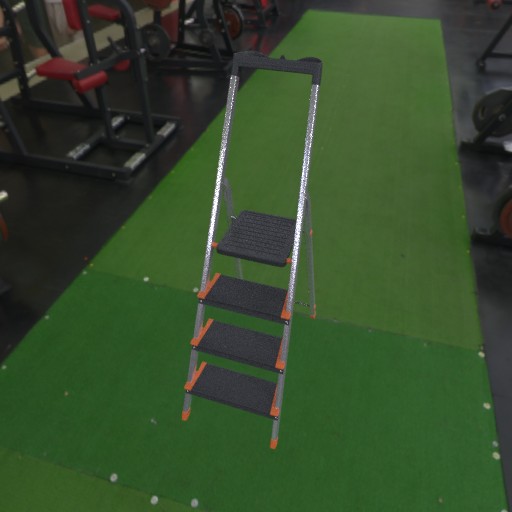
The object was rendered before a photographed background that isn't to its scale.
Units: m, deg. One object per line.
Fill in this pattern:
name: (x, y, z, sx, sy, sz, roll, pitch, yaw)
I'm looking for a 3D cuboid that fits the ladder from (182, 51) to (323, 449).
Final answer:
ladder: (0.000, 0.000, 1.827, 0.452, 1.429, 0.834, 12, 42, 14)
